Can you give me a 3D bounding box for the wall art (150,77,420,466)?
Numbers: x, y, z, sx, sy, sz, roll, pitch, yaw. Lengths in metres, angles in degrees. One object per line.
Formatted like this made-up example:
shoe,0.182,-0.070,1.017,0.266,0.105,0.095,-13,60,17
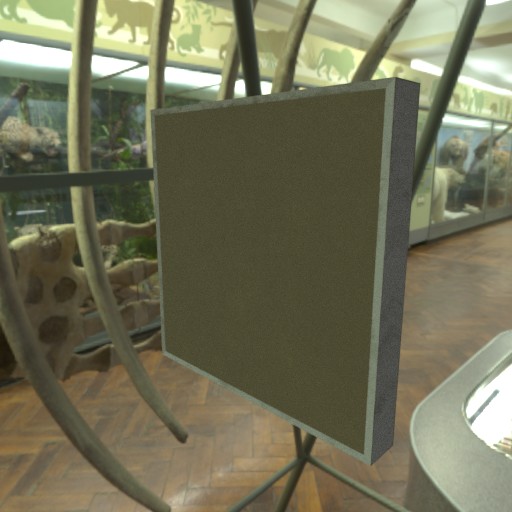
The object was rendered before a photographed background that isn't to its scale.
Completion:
wall art,0.000,0.000,0.452,0.305,0.303,0.038,12,17,43
